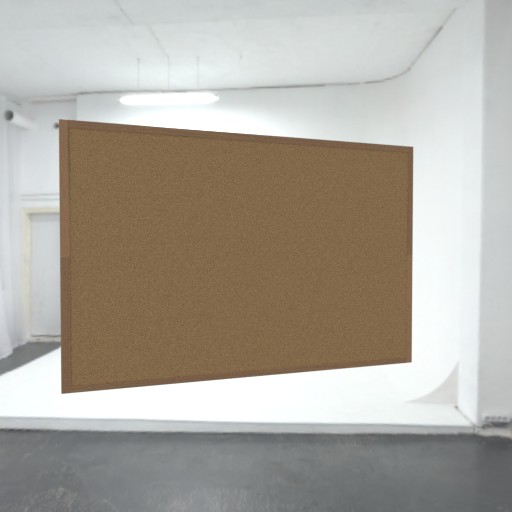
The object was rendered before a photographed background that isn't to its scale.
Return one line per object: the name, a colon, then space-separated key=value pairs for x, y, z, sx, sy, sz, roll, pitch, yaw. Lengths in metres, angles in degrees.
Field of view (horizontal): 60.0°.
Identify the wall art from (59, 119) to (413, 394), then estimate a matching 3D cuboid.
wall art: x=0.000 y=0.000 z=1.405 sx=1.141 sy=0.758 sz=0.035 roll=0 pitch=1 yaw=-17
